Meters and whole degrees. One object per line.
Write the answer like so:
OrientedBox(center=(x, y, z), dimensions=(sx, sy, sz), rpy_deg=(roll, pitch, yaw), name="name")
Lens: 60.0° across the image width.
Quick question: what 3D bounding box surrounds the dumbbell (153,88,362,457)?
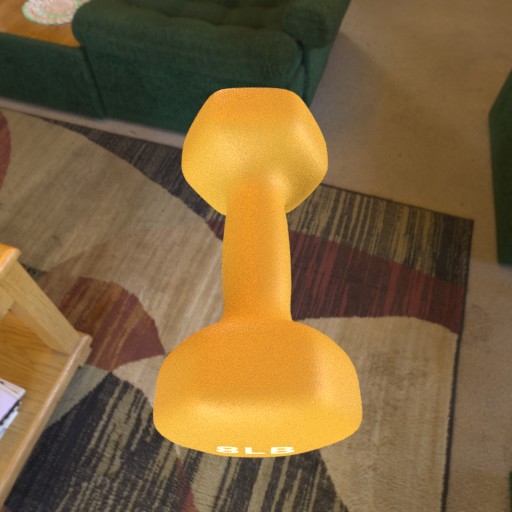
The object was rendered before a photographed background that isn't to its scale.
OrientedBox(center=(0.000, 0.000, 0.232), dimensions=(0.090, 0.082, 0.190), rpy_deg=(0, 57, 0), name="dumbbell")
